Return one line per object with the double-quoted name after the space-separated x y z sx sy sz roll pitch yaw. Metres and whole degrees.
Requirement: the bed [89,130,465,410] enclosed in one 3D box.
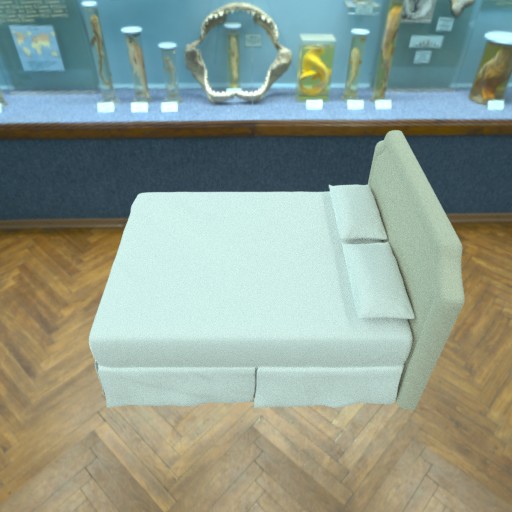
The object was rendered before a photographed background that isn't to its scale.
0.000 0.000 3.131 2.116 1.290 1.693 0 42 0 "bed"
